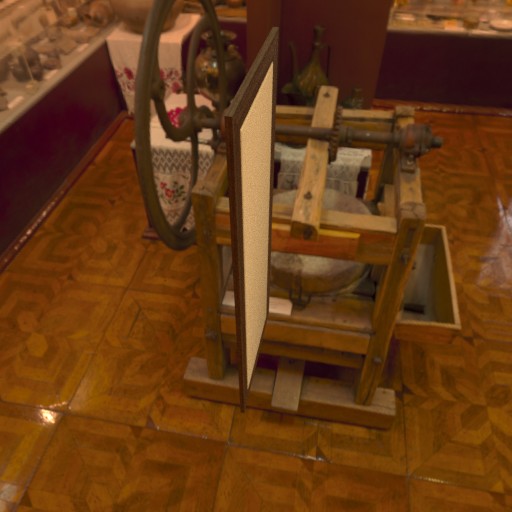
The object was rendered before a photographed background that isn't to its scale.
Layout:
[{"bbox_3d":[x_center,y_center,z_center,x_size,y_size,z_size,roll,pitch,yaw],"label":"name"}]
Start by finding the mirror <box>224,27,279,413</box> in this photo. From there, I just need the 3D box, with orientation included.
[{"bbox_3d":[0.000,0.000,2.373,0.025,2.032,0.812,9,46,9],"label":"mirror"}]
